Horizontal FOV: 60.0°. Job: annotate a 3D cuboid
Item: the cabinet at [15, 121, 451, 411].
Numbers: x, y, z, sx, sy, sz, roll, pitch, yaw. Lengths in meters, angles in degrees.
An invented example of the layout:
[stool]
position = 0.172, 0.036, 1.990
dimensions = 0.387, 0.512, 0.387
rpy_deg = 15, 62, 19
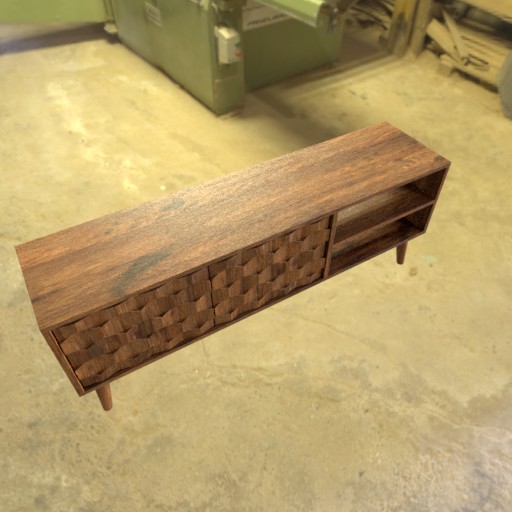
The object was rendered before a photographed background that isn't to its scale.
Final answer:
[cabinet]
position = 0.000, 0.000, 1.648
dimensions = 1.448, 0.528, 0.349
rpy_deg = -23, 50, -21
